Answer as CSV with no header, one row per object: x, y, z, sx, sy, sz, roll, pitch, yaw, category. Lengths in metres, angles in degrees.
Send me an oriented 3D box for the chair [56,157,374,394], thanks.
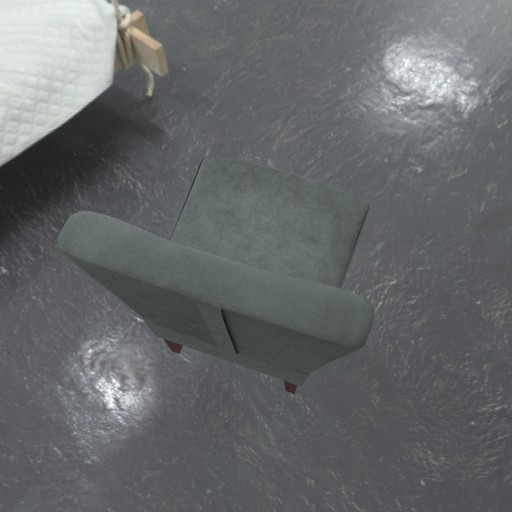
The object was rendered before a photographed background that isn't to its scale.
0.000,0.000,1.143,0.521,0.806,0.554,17,66,8,chair
